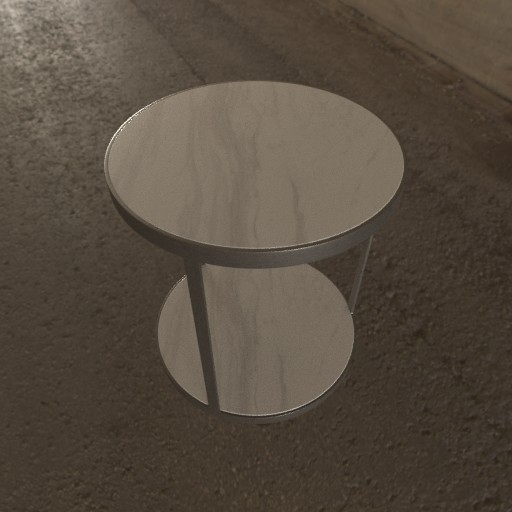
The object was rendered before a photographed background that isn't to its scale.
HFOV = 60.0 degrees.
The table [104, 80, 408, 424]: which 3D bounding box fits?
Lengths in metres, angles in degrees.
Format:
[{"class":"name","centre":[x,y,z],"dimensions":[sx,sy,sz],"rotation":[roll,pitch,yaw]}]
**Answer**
[{"class":"table","centre":[0.000,0.000,0.839],"dimensions":[0.445,0.479,0.445],"rotation":[0,46,0]}]
